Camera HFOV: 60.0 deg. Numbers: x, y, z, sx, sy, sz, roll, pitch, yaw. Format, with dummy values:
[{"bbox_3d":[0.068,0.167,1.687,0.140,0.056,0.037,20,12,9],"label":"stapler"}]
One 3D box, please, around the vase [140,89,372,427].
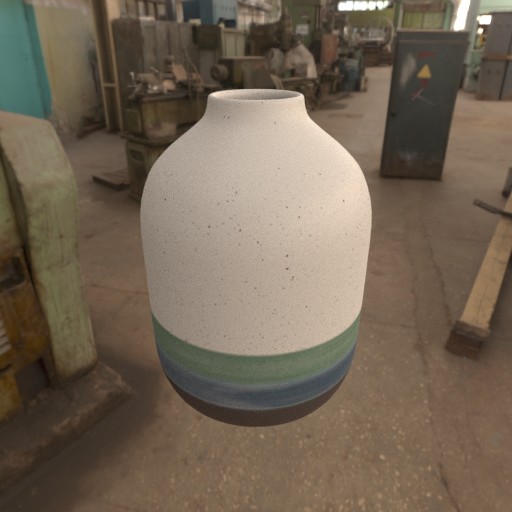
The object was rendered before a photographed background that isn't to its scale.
[{"bbox_3d":[0.000,0.000,0.348,0.169,0.240,0.169,0,27,0],"label":"vase"}]
